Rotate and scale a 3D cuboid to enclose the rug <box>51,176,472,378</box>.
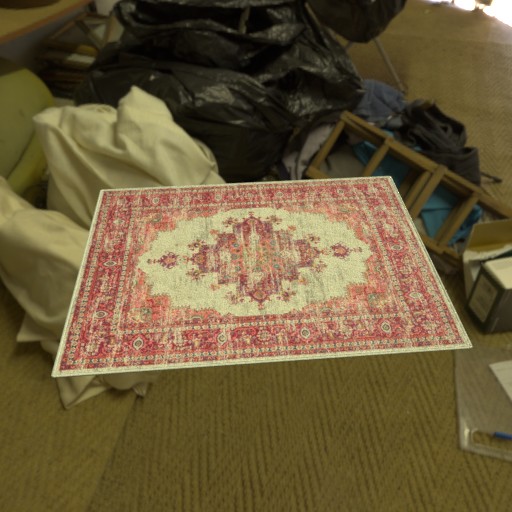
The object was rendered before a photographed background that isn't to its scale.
[{"bbox_3d":[0.000,0.000,2.246,1.747,0.011,1.217,-3,46,-3],"label":"rug"}]
